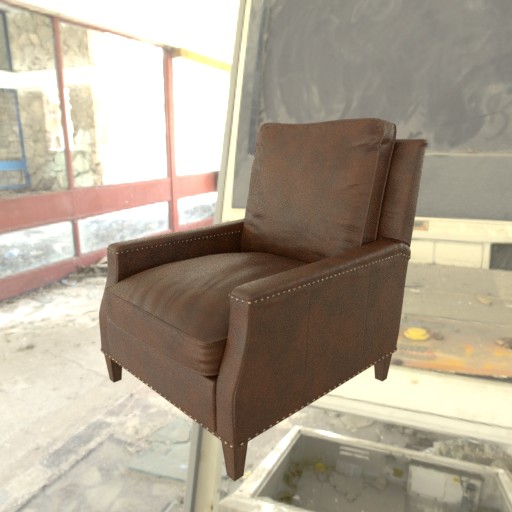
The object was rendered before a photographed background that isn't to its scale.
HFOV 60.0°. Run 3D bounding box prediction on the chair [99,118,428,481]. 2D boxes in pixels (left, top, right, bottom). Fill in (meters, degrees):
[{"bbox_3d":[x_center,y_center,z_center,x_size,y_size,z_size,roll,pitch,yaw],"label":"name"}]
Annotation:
[{"bbox_3d":[0.000,0.000,1.761,1.035,1.054,0.854,-13,20,-42],"label":"chair"}]
